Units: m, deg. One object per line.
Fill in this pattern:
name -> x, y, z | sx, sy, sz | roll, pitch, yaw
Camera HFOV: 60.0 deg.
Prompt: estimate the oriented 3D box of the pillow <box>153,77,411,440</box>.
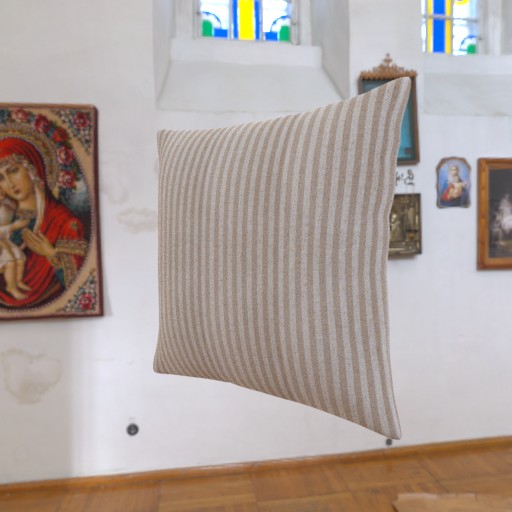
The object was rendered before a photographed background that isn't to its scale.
pillow -> 0.000, 0.000, 0.774 | 0.523, 0.510, 0.166 | 2, 3, 36
